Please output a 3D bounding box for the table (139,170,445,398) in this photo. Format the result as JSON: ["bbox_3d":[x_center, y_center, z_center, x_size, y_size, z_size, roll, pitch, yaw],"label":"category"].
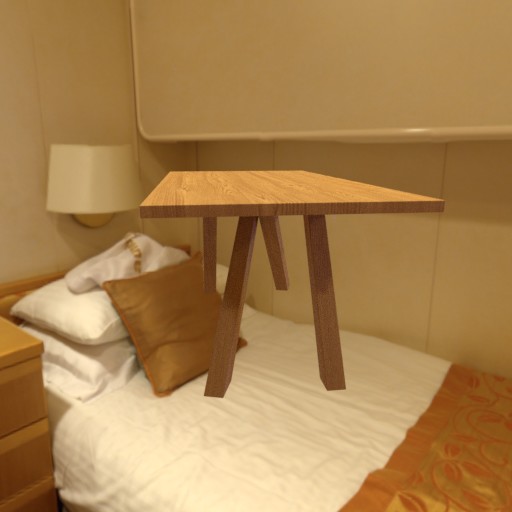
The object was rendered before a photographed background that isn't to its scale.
[{"bbox_3d":[0.000,0.000,2.230,0.901,0.750,1.797,-2,14,-8],"label":"table"}]
